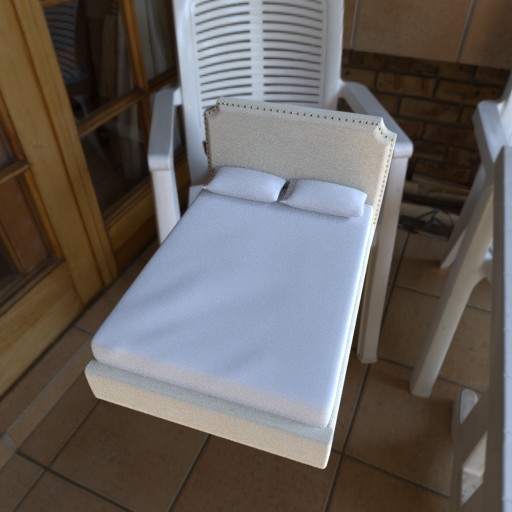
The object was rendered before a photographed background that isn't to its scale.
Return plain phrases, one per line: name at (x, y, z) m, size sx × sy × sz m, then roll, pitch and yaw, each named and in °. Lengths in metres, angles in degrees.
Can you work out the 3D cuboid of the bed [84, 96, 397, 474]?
bed at (0.000, 0.000, 3.448) m, size 1.713 × 1.457 × 2.381 m, roll 12°, pitch 43°, yaw 13°
